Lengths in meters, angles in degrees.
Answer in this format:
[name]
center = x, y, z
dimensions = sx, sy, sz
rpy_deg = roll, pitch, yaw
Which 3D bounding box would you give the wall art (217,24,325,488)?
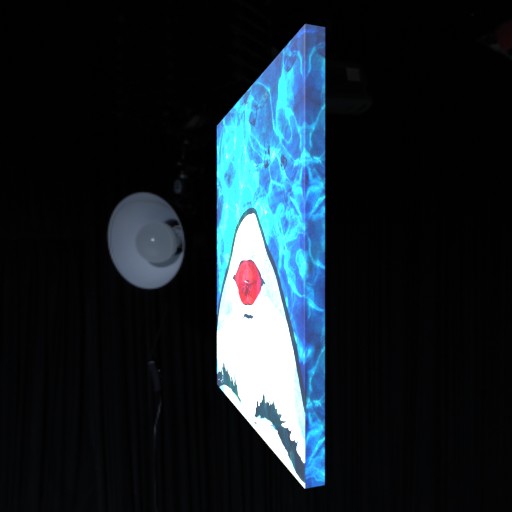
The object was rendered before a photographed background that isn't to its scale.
[wall art]
center = 0.000, 0.000, 1.019
dimensions = 0.038, 0.760, 0.609
rpy_deg = 0, 0, -19
